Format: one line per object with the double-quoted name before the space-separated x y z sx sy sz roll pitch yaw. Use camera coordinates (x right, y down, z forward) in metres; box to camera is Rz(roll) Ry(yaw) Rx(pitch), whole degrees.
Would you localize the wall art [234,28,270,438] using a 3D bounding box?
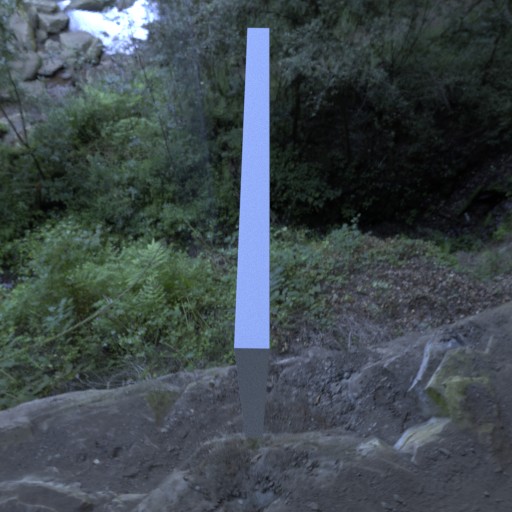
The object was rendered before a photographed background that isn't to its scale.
"wall art" 0.000 0.000 0.462 0.020 0.307 0.307 1 59 0
